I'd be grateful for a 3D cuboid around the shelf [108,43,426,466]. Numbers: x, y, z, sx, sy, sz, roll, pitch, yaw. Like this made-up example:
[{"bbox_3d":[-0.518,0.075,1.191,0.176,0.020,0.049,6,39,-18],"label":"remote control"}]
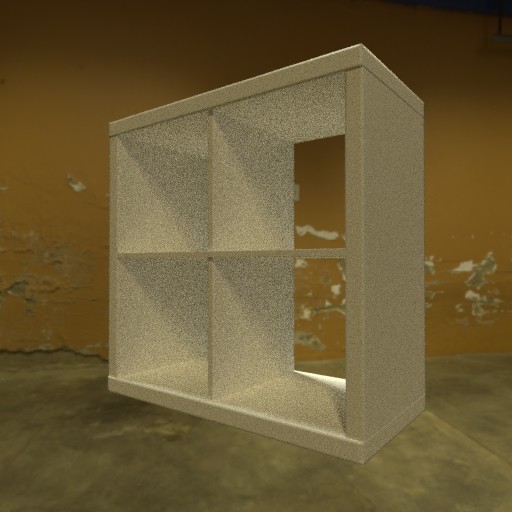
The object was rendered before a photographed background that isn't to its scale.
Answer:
[{"bbox_3d":[0.000,0.000,1.218,0.790,0.786,0.390,-1,-1,37],"label":"shelf"}]
